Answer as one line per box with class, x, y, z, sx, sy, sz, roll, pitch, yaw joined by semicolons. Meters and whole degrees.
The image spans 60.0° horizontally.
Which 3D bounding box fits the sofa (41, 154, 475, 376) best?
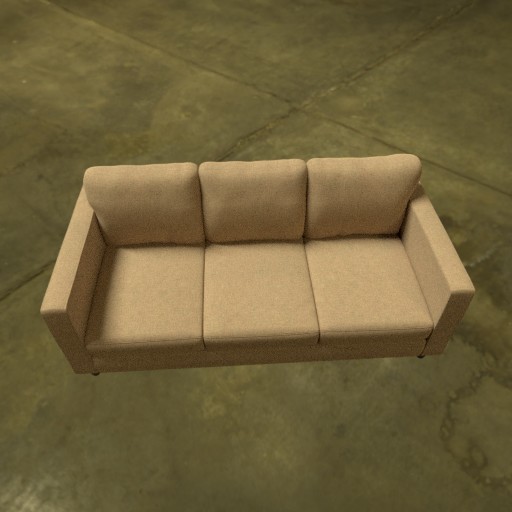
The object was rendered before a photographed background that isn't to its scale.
sofa;0.000;0.000;2.314;1.855;0.800;0.930;-2;46;-2
